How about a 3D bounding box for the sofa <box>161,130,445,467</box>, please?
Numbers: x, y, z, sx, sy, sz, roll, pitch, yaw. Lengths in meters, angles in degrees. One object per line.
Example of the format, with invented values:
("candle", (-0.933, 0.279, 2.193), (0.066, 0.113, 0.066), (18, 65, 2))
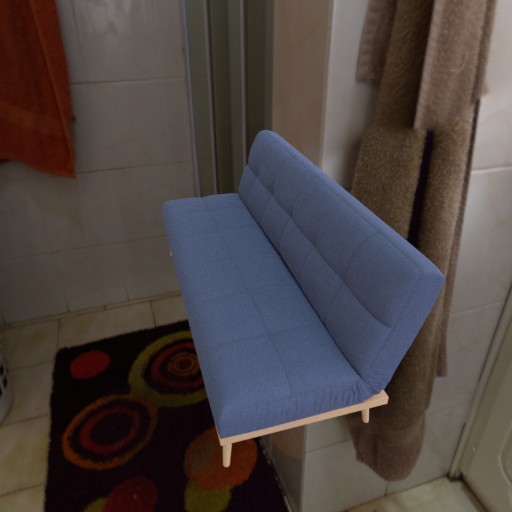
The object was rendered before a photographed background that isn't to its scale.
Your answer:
("sofa", (0.000, 0.000, 2.265), (0.796, 0.800, 1.800), (-9, 32, -14))
